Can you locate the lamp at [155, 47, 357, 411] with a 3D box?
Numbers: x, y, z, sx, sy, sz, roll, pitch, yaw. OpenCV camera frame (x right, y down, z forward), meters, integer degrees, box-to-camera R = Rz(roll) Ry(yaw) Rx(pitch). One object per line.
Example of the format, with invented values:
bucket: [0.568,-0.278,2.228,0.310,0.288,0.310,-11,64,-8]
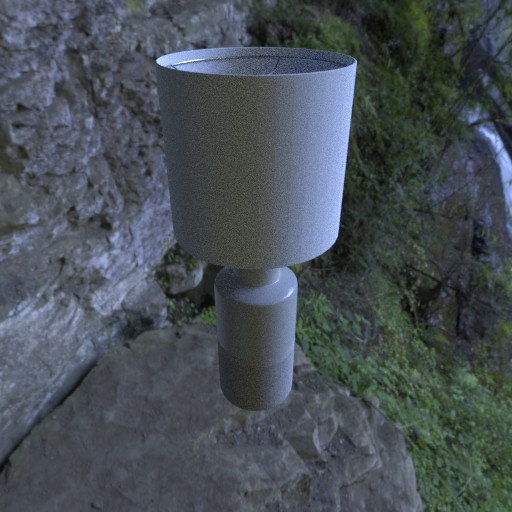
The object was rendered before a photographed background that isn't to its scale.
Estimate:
lamp: [0.000,0.000,0.601,0.212,0.493,0.212,9,32,15]
